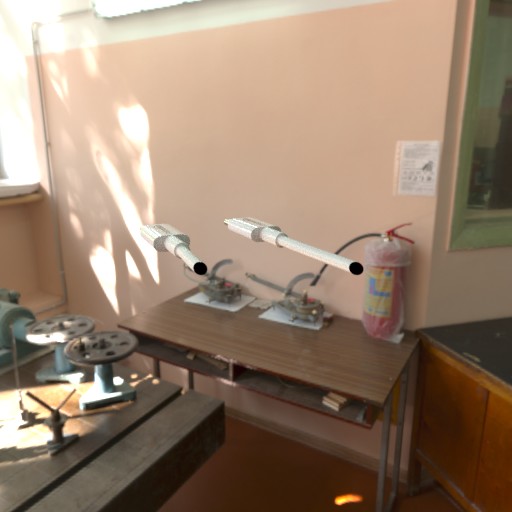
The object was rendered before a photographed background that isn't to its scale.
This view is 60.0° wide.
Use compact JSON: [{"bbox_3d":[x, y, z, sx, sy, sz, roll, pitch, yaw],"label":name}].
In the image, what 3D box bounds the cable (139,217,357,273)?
[{"bbox_3d":[0.000,0.000,0.111,0.041,0.005,0.098,-7,16,-25],"label":"cable"}]
